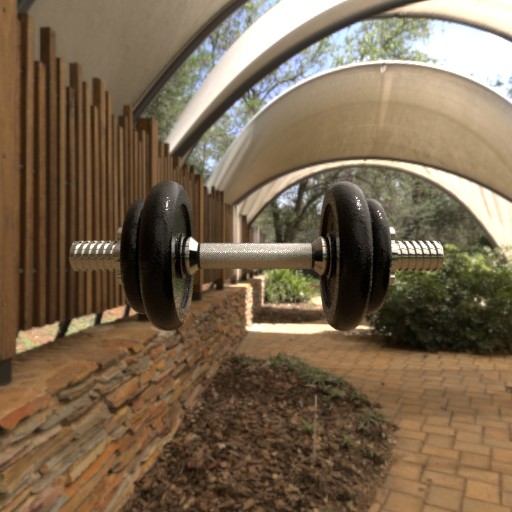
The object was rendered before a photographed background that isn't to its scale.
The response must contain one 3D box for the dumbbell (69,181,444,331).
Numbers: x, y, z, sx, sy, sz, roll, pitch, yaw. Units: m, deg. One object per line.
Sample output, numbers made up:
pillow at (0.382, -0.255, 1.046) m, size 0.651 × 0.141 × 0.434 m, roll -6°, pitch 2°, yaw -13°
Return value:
dumbbell at (0.000, 0.000, 0.604) m, size 0.497 × 0.202 × 0.202 m, roll 0°, pitch 0°, yaw 0°
